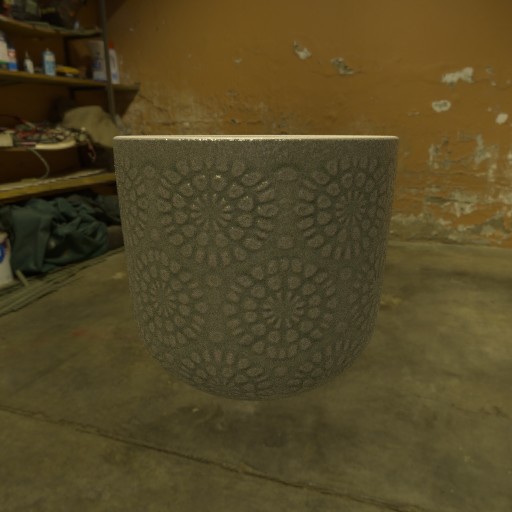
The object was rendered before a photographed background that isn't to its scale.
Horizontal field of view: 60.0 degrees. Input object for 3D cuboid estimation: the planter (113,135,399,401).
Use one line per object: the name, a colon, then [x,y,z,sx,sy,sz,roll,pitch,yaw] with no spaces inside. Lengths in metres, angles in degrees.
planter: [0.000,0.000,0.294,0.169,0.153,0.169,0,16,0]
